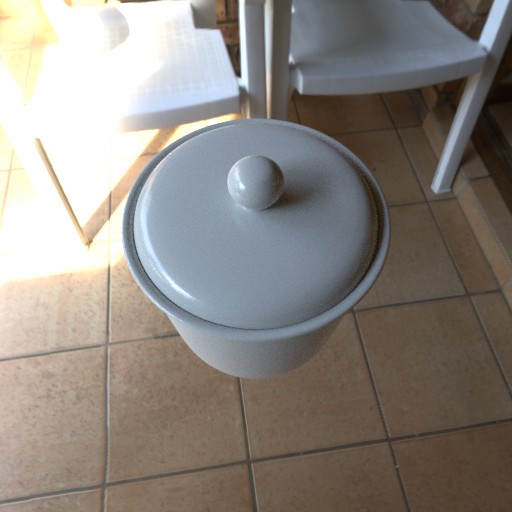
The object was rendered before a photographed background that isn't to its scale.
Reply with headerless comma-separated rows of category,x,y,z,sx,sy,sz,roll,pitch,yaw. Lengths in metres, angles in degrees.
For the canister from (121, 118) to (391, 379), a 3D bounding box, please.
canister,0.000,0.000,0.352,0.182,0.208,0.182,0,60,0
